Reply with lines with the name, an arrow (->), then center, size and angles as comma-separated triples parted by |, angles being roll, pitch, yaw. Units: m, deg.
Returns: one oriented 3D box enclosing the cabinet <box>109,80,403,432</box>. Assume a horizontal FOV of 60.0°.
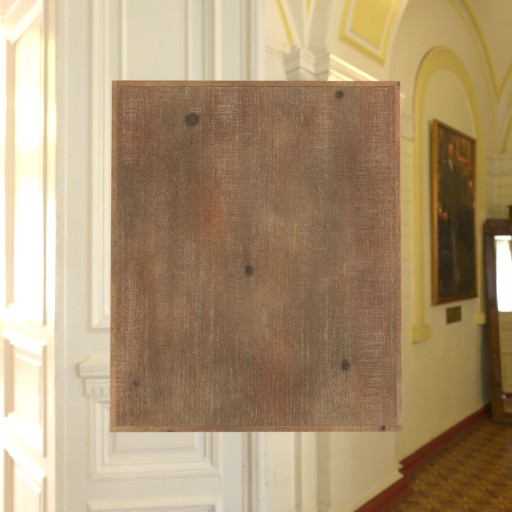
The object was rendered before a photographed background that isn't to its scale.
cabinet -> 0.000, 0.000, 0.836 | 0.489, 0.590, 0.184 | 0, -1, 0
